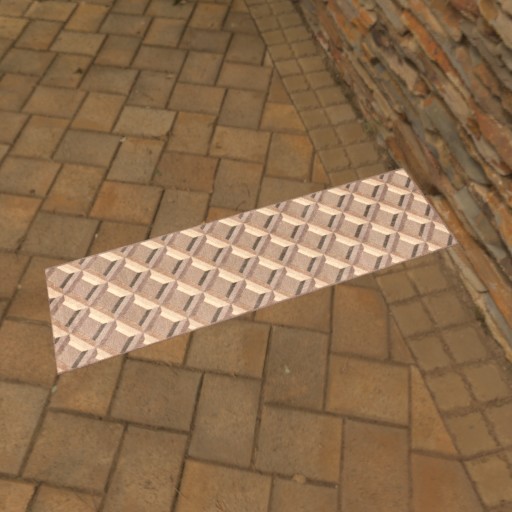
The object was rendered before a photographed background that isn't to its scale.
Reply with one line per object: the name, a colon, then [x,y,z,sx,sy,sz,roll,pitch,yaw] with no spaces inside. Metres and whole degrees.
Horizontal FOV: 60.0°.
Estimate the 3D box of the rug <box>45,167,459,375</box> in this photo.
rug: [0.000,0.000,2.696,2.437,0.013,0.685,-17,59,-10]
